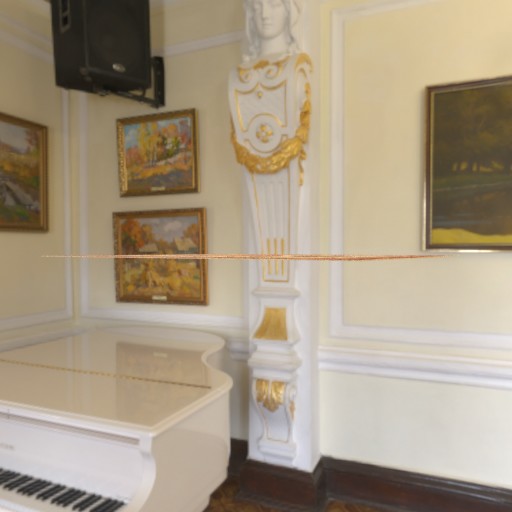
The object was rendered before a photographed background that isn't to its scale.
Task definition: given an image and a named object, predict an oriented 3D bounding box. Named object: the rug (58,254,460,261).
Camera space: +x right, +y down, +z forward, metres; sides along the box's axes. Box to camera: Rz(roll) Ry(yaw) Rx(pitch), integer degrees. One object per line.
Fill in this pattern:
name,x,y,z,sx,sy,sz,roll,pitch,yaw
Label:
rug,0.000,0.000,4.140,3.067,0.005,2.460,1,1,35
